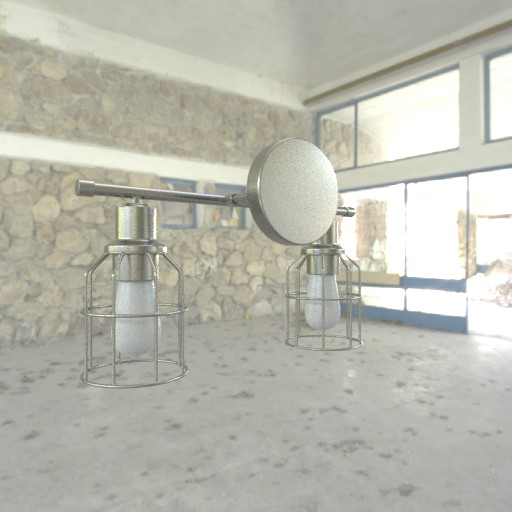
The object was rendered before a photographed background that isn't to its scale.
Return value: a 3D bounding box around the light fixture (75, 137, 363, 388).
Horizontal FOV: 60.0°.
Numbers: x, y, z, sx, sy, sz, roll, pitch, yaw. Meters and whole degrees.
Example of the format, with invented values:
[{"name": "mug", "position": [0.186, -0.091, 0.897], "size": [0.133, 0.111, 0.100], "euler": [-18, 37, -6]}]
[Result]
[{"name": "light fixture", "position": [0.000, 0.000, 0.543], "size": [0.406, 0.254, 0.165], "euler": [0, 0, -37]}]
